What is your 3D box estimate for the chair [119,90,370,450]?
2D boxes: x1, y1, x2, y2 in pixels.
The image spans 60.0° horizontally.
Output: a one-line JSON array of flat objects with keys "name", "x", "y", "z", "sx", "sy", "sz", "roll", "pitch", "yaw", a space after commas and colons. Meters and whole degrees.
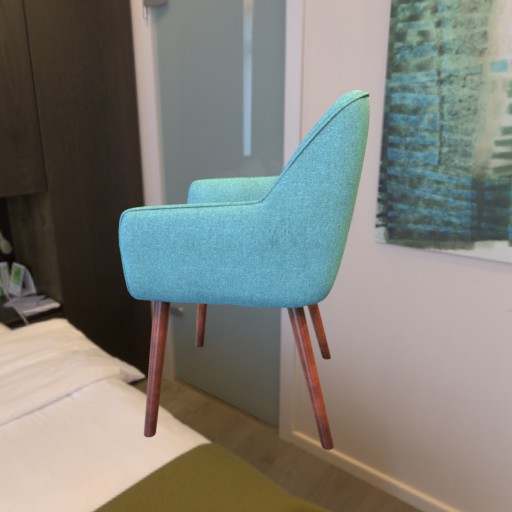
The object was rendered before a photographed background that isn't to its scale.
[{"name": "chair", "x": 0.000, "y": 0.000, "z": 1.178, "sx": 0.519, "sy": 0.803, "sz": 0.543, "roll": 2, "pitch": 16, "yaw": 8}]
